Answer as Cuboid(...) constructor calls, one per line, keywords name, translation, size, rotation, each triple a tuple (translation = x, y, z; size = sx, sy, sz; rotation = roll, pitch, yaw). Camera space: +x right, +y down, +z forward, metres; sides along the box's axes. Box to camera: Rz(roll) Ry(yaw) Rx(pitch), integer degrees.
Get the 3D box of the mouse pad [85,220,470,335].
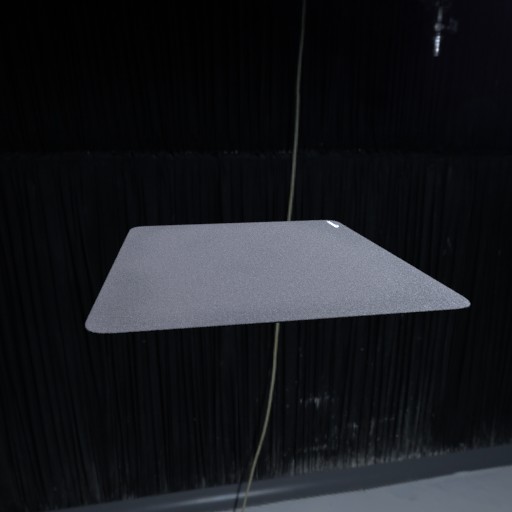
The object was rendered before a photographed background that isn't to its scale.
Cuboid(name="mouse pad", translation=(0.000, 0.000, 0.637), size=(0.393, 0.002, 0.451), rotation=(-3, 16, -9))
